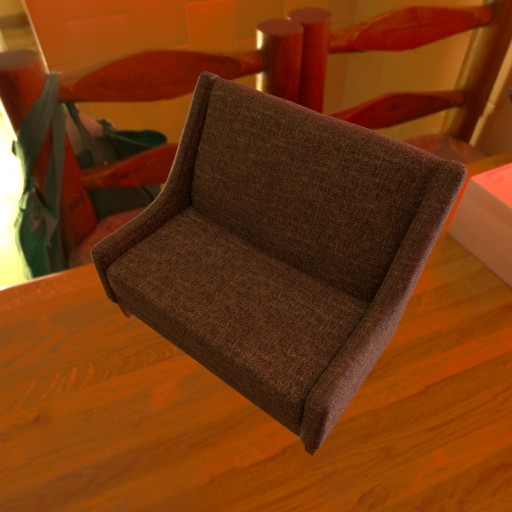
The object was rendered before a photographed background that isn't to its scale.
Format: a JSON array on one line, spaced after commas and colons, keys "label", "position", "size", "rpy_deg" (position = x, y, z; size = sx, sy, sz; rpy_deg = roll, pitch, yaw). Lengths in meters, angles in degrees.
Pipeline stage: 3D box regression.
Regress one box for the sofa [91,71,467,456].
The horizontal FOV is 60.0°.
[{"label": "sofa", "position": [0.000, 0.000, 1.908], "size": [1.242, 1.021, 0.870], "rpy_deg": [29, 53, 25]}]
